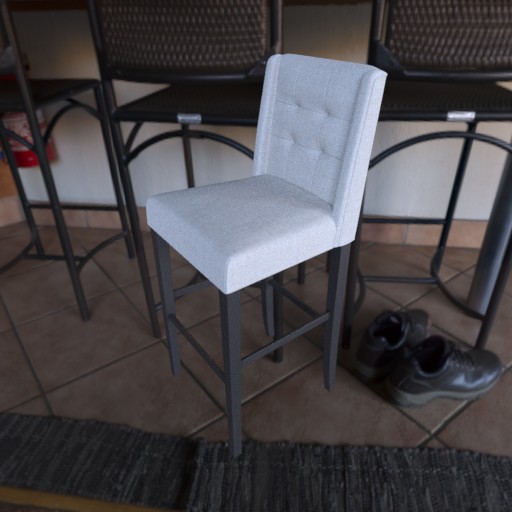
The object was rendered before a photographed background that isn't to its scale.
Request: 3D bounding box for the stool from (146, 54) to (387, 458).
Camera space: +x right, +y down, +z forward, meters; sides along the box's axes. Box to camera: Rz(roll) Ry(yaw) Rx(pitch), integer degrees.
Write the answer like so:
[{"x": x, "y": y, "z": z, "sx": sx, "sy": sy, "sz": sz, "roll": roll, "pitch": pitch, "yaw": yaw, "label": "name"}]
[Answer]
[{"x": 0.000, "y": 0.000, "z": 1.401, "sx": 0.509, "sy": 1.116, "sz": 0.474, "roll": -20, "pitch": 36, "yaw": -30, "label": "stool"}]
